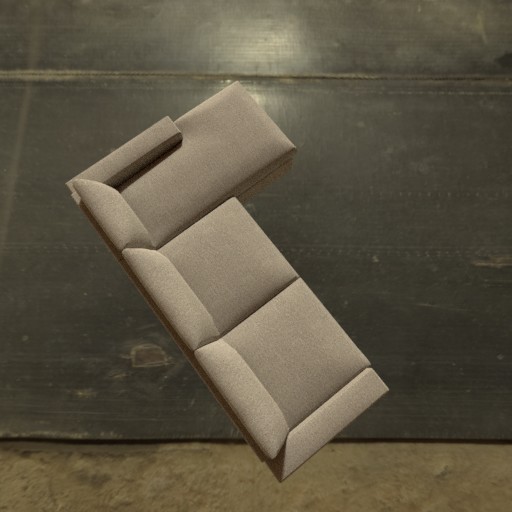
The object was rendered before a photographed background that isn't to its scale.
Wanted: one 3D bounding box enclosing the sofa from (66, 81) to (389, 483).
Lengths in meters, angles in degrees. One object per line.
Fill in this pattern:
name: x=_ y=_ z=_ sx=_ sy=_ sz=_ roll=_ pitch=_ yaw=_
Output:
sofa: x=0.000 y=0.000 z=3.426 sx=1.689 sy=0.813 sz=2.718 roll=-37 pitch=79 yaw=-8
